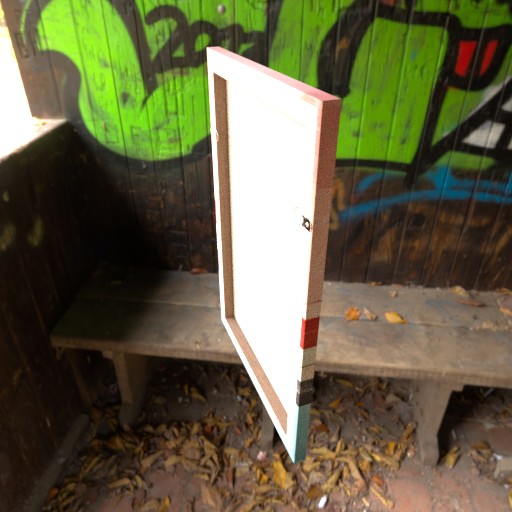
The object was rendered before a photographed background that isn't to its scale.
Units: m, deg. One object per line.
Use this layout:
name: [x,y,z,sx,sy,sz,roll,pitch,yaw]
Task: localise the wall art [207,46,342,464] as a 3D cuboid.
wall art: [0.000,0.000,1.148,0.038,0.914,0.610,-12,35,-18]
